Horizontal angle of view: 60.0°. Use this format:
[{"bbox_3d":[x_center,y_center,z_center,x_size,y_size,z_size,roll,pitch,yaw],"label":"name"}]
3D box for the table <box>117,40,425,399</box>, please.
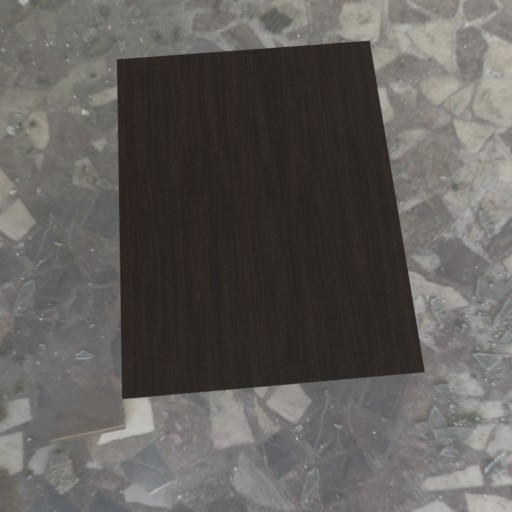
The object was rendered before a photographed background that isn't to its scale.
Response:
[{"bbox_3d":[0.000,0.000,0.910,0.381,0.635,0.480,-5,77,-1],"label":"table"}]
